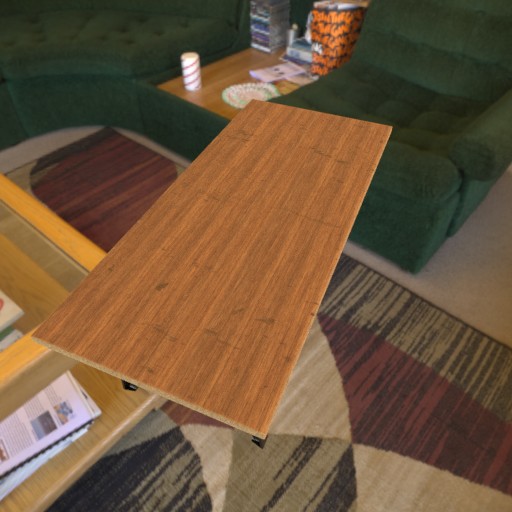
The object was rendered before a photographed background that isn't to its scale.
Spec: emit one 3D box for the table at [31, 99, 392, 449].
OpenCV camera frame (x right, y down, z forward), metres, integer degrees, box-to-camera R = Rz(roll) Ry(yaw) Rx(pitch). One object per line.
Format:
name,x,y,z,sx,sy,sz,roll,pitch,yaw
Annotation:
table,0.000,0.000,2.587,1.000,0.757,2.200,17,48,16
